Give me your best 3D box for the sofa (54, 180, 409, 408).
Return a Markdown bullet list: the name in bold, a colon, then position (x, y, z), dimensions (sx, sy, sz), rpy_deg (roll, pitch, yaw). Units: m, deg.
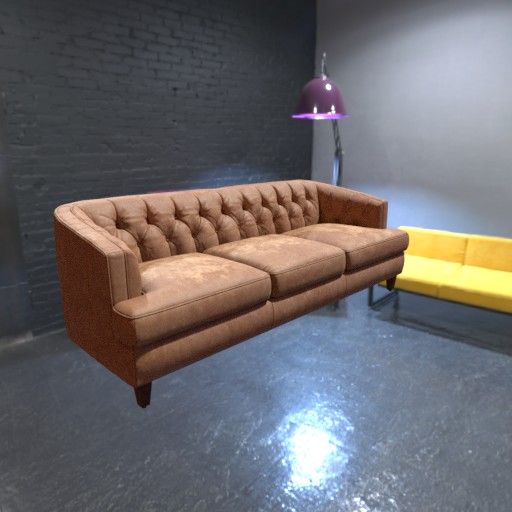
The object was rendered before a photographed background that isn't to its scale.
- **sofa**: position (0.000, 0.000, 2.734), dimensions (0.922, 0.791, 2.257), rpy_deg (14, 20, 43)
